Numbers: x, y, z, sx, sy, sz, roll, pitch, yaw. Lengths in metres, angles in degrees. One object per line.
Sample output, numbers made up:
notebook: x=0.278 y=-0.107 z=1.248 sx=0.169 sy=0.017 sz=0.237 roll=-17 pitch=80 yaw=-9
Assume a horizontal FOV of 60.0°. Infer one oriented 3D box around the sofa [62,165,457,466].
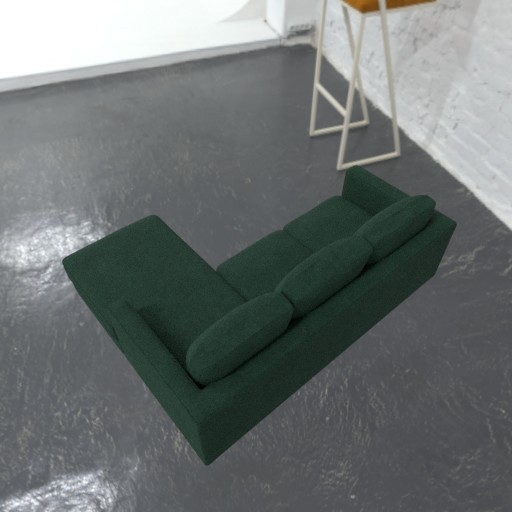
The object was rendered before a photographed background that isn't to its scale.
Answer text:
sofa: x=0.000 y=0.000 z=2.940 sx=2.030 sy=0.899 sz=1.580 roll=-32 pitch=54 yaw=-27
